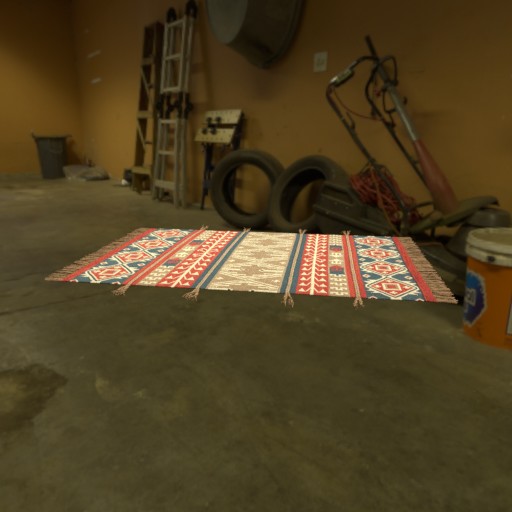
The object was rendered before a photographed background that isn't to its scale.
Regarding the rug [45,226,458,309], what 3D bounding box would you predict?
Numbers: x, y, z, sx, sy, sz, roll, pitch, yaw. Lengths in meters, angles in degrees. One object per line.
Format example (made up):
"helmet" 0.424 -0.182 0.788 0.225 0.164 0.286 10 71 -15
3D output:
"rug" 0.000 0.000 3.248 2.450 0.048 1.778 3 16 9
